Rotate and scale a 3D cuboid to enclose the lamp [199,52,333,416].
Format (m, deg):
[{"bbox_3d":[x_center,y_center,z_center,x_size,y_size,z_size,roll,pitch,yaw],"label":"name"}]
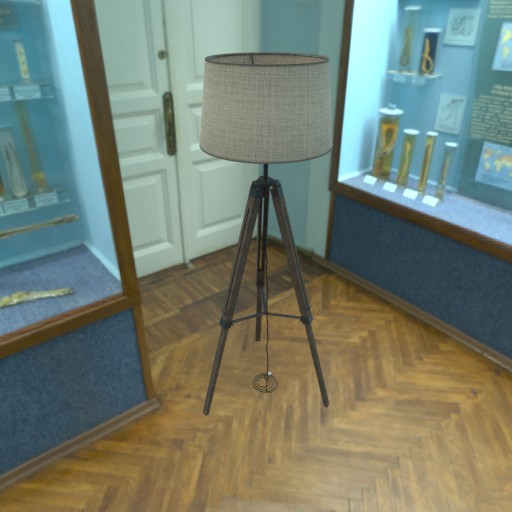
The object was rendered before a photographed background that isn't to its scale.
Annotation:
[{"bbox_3d":[0.000,0.000,1.848,0.587,1.510,0.604,-19,35,-31],"label":"lamp"}]
